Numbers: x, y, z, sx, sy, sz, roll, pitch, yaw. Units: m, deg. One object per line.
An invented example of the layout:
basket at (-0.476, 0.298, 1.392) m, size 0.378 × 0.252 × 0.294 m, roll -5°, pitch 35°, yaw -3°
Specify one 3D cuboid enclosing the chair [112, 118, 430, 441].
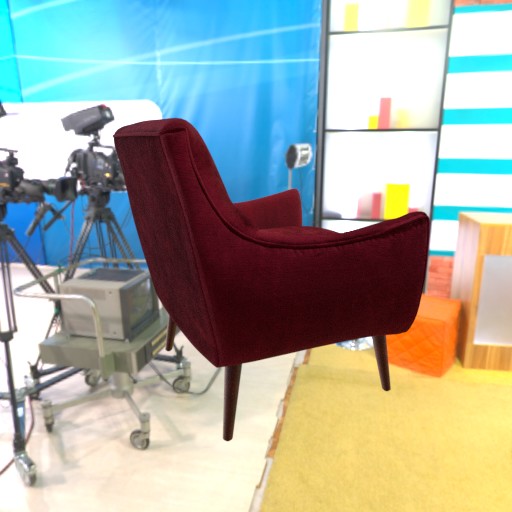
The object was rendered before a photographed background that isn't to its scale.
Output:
chair at (0.000, 0.000, 1.455) m, size 0.787 × 0.838 × 0.762 m, roll -7°, pitch 16°, yaw -25°
